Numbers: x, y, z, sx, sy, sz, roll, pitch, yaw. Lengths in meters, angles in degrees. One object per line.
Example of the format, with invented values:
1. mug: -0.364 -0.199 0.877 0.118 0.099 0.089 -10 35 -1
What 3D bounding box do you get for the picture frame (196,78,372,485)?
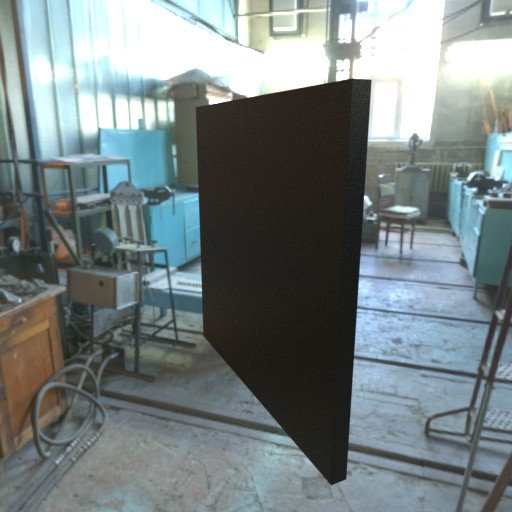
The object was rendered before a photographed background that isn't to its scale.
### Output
1. picture frame: 0.000 0.000 0.825 0.029 0.557 0.559 -7 17 -25
